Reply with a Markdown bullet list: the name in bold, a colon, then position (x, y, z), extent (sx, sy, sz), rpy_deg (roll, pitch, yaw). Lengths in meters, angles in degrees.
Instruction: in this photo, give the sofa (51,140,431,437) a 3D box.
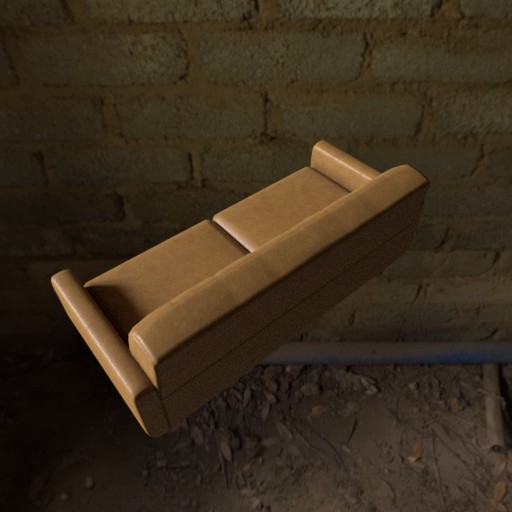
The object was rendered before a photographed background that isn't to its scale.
- **sofa**: position (0.000, 0.000, 2.737), extent (2.137, 0.892, 0.980), rpy_deg (-31, 54, -26)
